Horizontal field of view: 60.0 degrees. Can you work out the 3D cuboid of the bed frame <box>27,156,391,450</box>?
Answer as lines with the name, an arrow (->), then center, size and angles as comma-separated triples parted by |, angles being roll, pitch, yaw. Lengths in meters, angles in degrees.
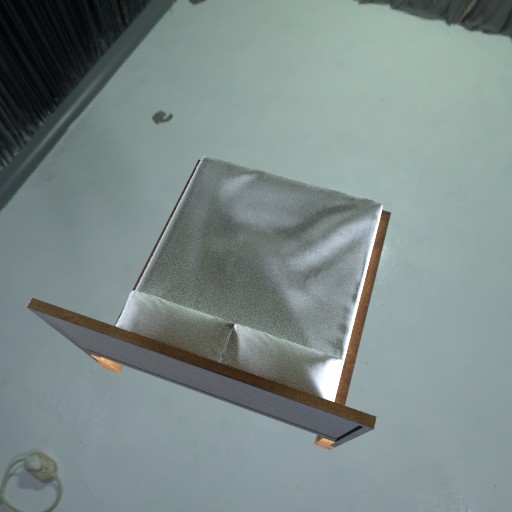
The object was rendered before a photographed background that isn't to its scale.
bed frame -> 0.000, 0.000, 3.570 | 2.038, 1.537, 2.235 | 17, 64, 9
